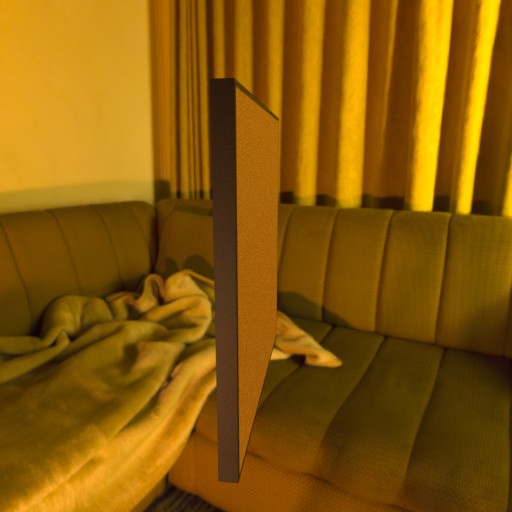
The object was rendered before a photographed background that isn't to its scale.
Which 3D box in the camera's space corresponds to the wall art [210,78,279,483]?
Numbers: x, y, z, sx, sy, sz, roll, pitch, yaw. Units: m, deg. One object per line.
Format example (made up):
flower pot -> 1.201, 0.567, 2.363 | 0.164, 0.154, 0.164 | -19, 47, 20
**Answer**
wall art -> 0.000, 0.000, 0.787 | 0.028, 0.511, 0.513 | 2, 13, 8
